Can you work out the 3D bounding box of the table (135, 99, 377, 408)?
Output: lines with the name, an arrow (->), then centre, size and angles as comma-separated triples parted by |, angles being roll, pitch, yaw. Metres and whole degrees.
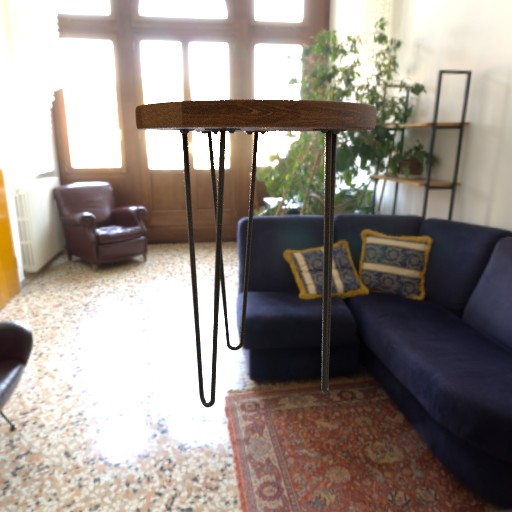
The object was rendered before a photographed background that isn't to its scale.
table -> 0.000, 0.000, 0.824 | 0.400, 0.520, 0.400 | 0, 15, 0
